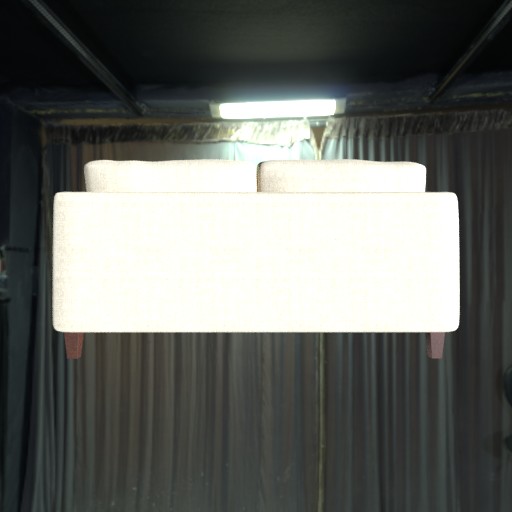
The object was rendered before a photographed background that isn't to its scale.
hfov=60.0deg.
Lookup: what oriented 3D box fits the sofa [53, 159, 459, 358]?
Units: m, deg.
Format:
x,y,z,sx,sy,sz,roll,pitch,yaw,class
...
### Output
x,y,z,sx,sy,sz,roll,pitch,yaw,class
0.000,0.000,2.481,1.884,0.963,0.950,0,-1,0,sofa
